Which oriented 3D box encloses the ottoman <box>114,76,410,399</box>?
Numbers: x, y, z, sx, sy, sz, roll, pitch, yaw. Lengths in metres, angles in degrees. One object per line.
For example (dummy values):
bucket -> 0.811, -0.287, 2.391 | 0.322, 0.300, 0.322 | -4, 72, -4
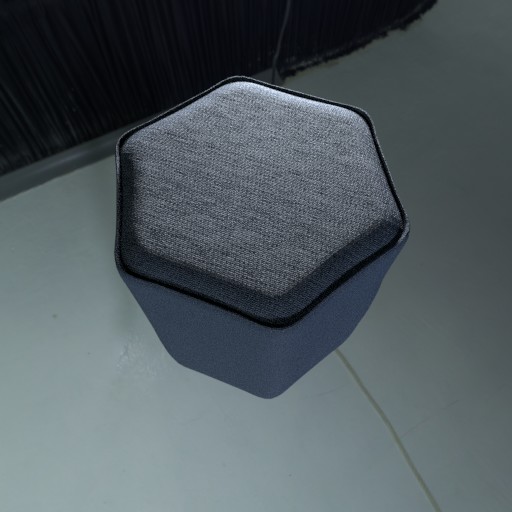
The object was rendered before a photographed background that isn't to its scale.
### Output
ottoman -> 0.000, 0.000, 0.900 | 0.492, 0.505, 0.454 | -31, 66, -16
